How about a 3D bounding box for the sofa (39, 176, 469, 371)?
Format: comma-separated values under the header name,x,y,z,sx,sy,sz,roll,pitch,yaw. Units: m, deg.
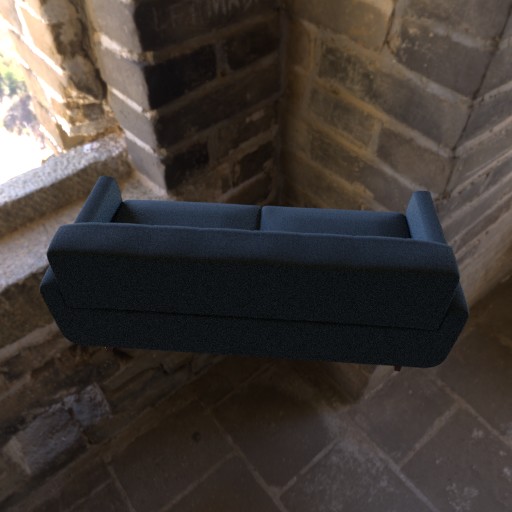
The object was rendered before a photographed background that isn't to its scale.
name,x,y,z,sx,sy,sz,roll,pitch,yaw
sofa,0.000,0.000,2.517,2.055,0.884,0.942,3,46,3
